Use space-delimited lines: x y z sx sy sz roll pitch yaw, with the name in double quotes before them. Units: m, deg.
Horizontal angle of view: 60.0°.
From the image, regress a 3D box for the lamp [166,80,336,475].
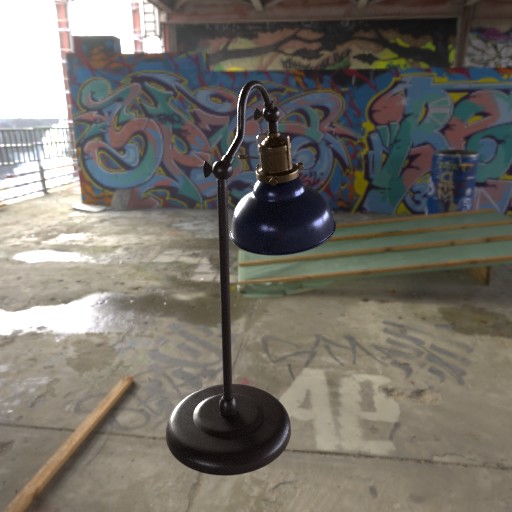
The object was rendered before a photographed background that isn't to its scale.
"lamp" 0.000 0.000 0.688 0.192 0.508 0.374 9 19 26
